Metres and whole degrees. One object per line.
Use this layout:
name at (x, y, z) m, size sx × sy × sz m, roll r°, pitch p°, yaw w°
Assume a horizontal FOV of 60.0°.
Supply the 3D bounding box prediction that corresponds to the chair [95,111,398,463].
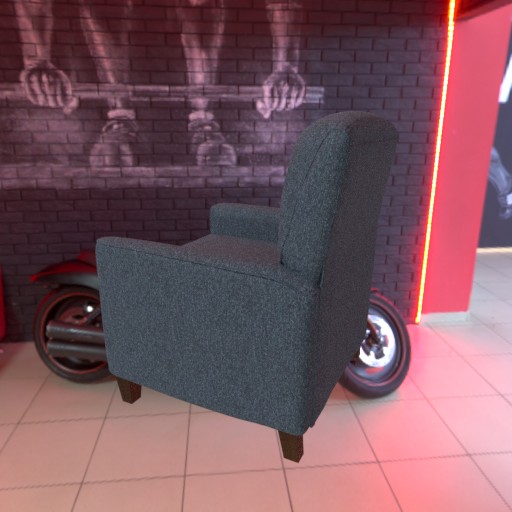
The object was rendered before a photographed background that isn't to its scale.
chair at (0.000, 0.000, 1.648) m, size 0.850 × 1.016 × 0.839 m, roll 8°, pitch 19°, yaw 26°
